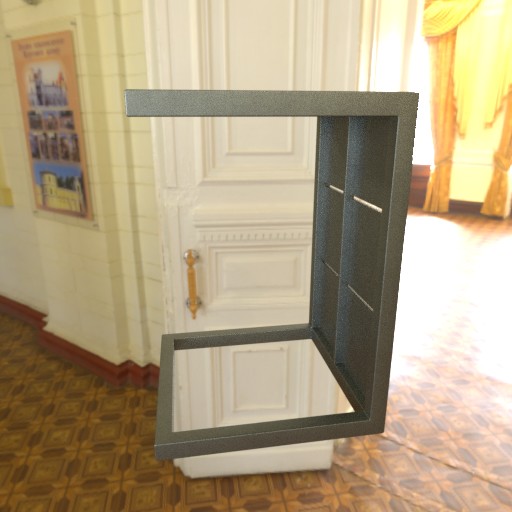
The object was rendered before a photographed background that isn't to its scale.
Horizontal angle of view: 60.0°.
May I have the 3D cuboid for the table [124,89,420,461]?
[{"bbox_3d":[0.000,0.000,0.897,0.420,0.609,0.405,-3,18,-9],"label":"table"}]
